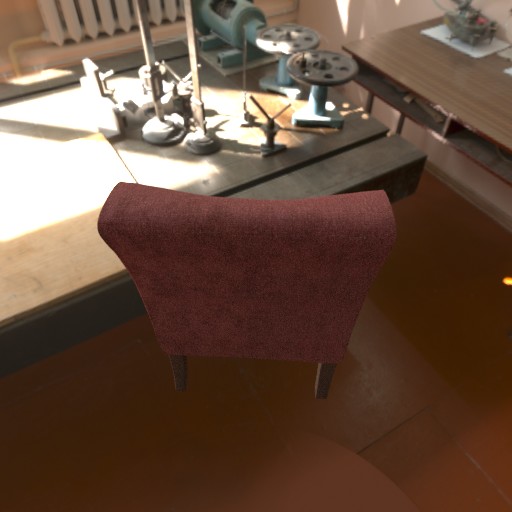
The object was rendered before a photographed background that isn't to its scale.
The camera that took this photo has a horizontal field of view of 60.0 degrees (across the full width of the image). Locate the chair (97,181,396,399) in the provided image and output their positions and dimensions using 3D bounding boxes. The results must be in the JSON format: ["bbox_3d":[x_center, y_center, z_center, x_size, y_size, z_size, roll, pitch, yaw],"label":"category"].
[{"bbox_3d":[0.000,0.000,1.270,0.538,0.846,0.640,3,48,2],"label":"chair"}]
